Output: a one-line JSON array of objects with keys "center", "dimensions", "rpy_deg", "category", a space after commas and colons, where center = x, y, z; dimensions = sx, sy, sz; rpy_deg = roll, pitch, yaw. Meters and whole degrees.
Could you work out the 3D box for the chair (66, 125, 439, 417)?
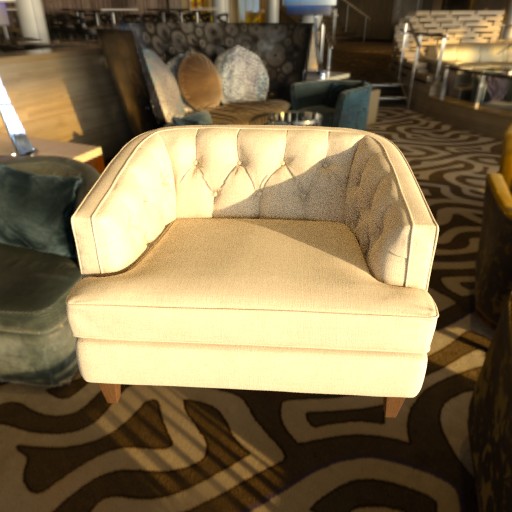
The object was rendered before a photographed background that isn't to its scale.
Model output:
[{"center": [0.000, 0.000, 1.678], "dimensions": [1.118, 0.787, 0.914], "rpy_deg": [2, 29, 3], "category": "chair"}]
